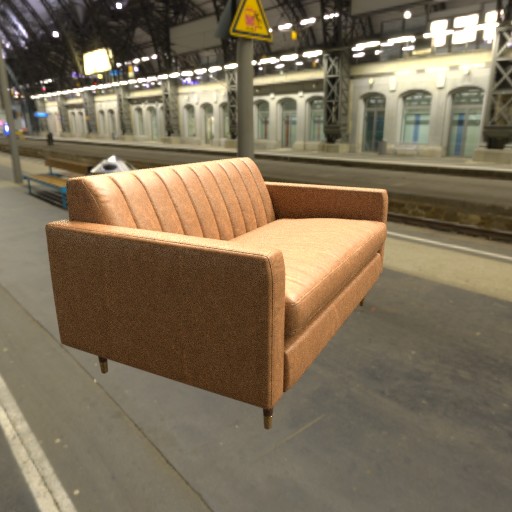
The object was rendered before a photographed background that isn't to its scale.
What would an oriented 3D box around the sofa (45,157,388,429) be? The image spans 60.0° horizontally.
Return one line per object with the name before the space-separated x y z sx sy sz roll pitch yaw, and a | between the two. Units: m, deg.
sofa | 0.000 0.000 2.109 0.960 0.820 1.549 8 18 27
